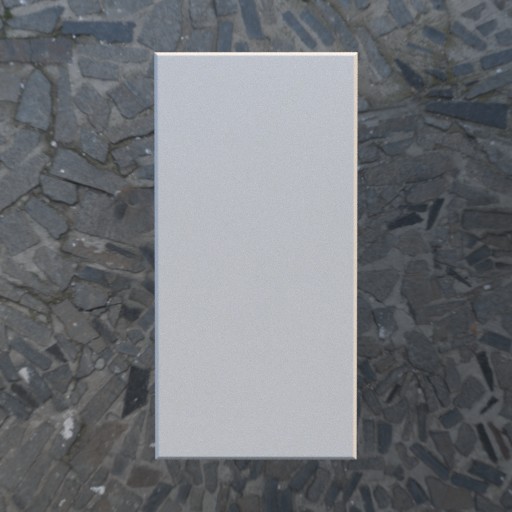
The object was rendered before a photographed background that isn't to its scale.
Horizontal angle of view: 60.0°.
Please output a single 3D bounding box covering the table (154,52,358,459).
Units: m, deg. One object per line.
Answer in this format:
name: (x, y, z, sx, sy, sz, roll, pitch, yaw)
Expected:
table: (0.000, 0.000, 1.454, 0.551, 0.506, 1.109, 0, 91, 0)
